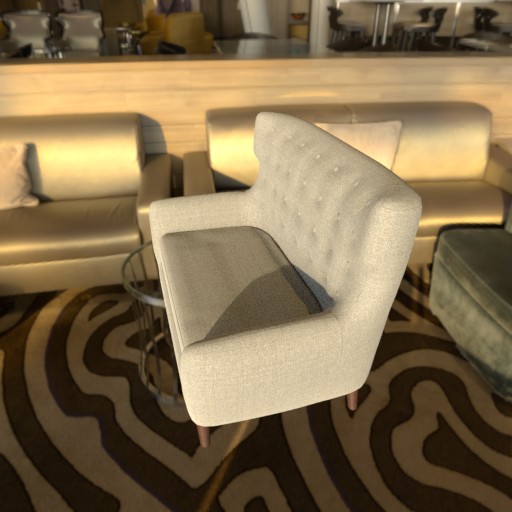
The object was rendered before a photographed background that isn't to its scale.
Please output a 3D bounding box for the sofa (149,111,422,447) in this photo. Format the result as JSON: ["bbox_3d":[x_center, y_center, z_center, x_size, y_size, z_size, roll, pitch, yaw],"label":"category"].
[{"bbox_3d":[0.000,0.000,2.074,0.884,1.028,1.386,-8,31,-14],"label":"sofa"}]
